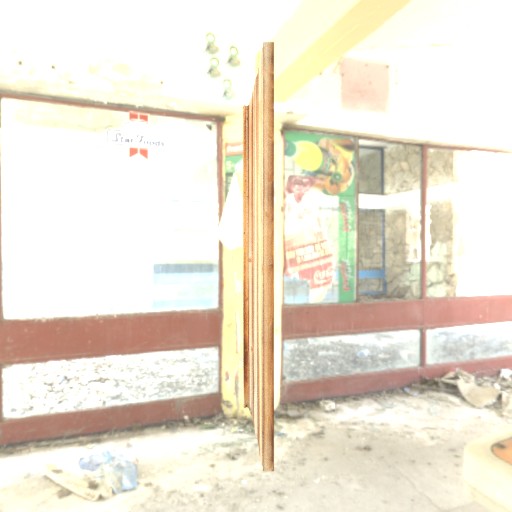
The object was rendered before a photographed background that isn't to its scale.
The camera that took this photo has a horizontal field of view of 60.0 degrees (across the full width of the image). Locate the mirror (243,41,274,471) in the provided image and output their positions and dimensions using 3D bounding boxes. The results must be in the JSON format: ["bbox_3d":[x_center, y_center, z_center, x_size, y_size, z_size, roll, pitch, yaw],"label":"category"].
[{"bbox_3d":[0.000,0.000,1.231,0.061,0.804,0.804,0,0,0],"label":"mirror"}]
